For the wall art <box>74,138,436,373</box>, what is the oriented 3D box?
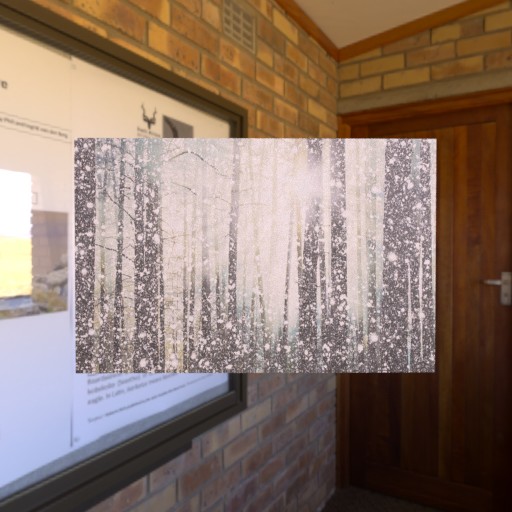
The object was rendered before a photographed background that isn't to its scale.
[{"bbox_3d":[0.000,0.000,1.148,0.919,0.598,0.038,0,1,-1],"label":"wall art"}]
